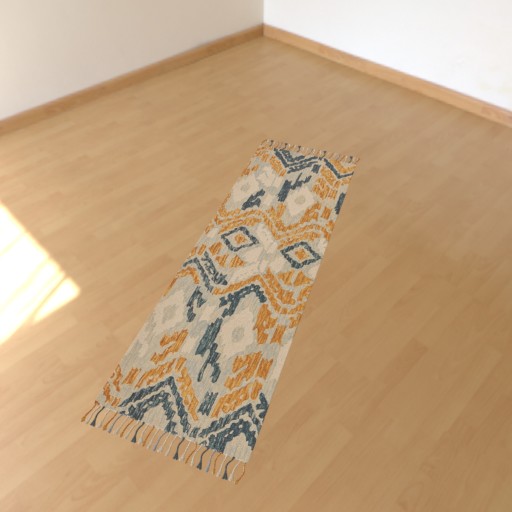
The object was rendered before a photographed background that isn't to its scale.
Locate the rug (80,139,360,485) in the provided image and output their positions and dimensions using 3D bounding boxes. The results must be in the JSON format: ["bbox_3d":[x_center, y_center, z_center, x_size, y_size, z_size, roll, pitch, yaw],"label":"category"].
[{"bbox_3d":[0.000,0.000,2.660,0.783,0.010,2.437,15,49,14],"label":"rug"}]
